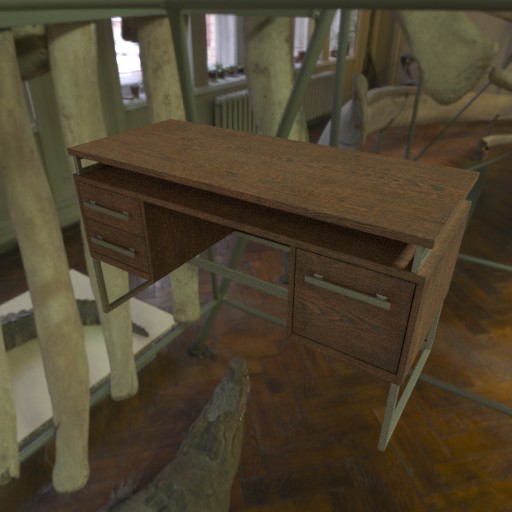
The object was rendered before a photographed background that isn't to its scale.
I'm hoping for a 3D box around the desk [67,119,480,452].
[{"bbox_3d":[0.000,0.000,1.783,1.384,0.792,0.610,18,35,28],"label":"desk"}]
